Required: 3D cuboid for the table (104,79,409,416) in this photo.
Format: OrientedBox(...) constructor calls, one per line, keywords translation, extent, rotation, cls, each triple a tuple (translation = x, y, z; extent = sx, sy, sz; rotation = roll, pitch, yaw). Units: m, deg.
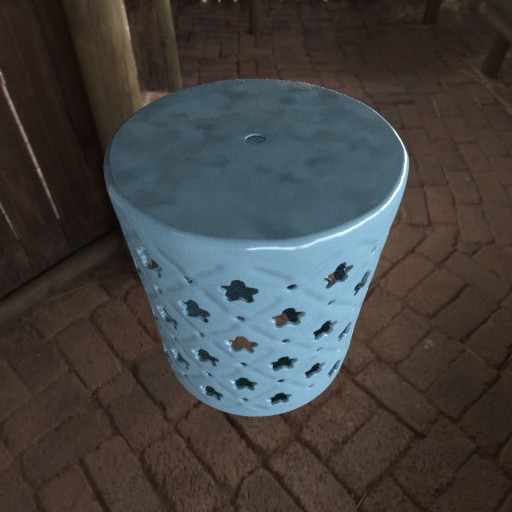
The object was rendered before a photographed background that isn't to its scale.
OrientedBox(translation=(0.000, 0.000, 0.651), extent=(0.352, 0.387, 0.352), rotation=(0, 46, 0), cls="table")
